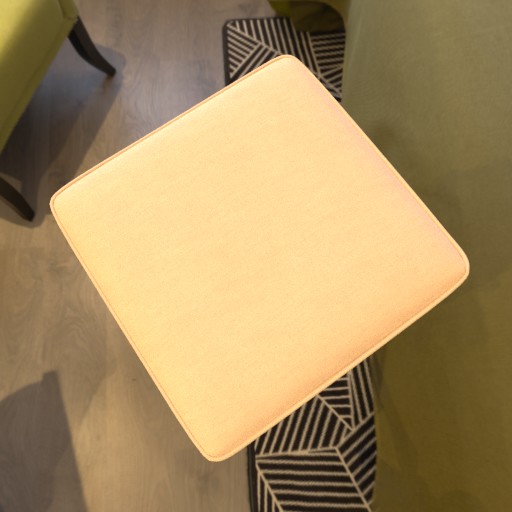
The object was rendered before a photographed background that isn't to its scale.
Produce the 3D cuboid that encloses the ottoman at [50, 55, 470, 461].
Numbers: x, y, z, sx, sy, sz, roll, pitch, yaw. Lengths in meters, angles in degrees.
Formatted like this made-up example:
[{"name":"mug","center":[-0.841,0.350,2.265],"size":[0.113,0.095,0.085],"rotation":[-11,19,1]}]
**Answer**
[{"name":"ottoman","center":[0.000,0.000,1.022],"size":[0.616,0.438,0.613],"rotation":[-34,78,-8]}]
